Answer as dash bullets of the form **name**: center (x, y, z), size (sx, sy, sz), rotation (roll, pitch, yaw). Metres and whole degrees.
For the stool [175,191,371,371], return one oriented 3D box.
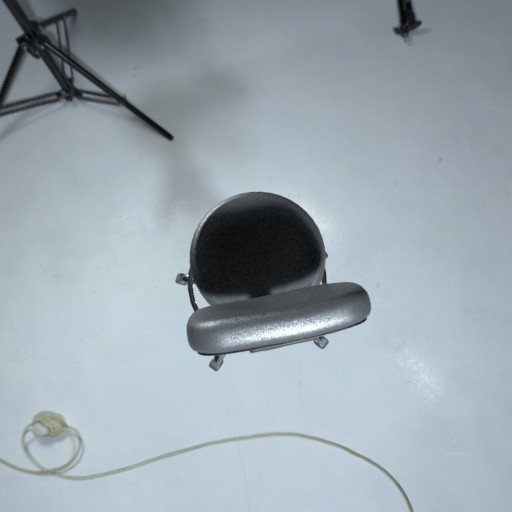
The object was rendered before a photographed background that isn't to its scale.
- **stool**: center (0.000, 0.000, 1.471), size (0.694, 1.069, 0.658), rotation (-11, 75, -3)
